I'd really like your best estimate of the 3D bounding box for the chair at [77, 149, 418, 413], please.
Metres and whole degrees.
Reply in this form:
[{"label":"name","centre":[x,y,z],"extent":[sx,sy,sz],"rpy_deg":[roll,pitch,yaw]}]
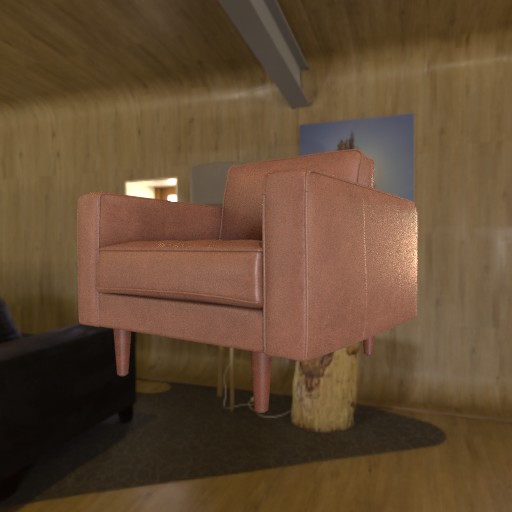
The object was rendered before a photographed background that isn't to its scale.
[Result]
[{"label":"chair","centre":[0.000,0.000,1.564],"extent":[0.920,0.770,0.900],"rpy_deg":[1,1,36]}]
